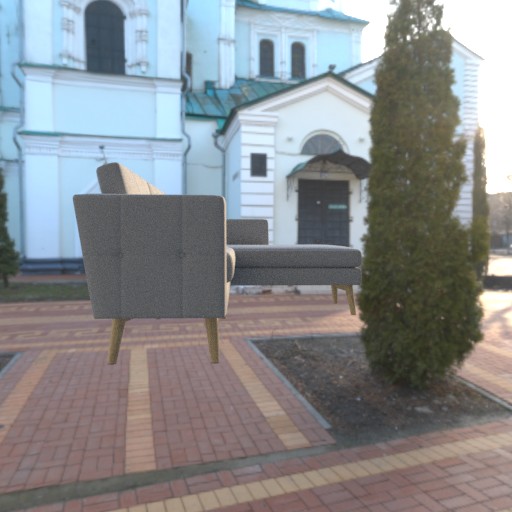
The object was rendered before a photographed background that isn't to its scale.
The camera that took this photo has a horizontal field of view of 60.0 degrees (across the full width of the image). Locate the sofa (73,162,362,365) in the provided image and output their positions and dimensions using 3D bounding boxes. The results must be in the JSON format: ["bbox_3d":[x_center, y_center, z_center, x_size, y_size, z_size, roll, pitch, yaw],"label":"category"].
[{"bbox_3d":[0.000,0.000,2.783,1.530,0.860,2.040,0,2,-2],"label":"sofa"}]
